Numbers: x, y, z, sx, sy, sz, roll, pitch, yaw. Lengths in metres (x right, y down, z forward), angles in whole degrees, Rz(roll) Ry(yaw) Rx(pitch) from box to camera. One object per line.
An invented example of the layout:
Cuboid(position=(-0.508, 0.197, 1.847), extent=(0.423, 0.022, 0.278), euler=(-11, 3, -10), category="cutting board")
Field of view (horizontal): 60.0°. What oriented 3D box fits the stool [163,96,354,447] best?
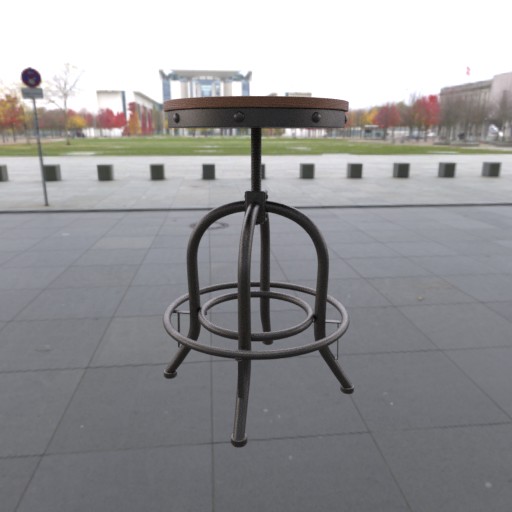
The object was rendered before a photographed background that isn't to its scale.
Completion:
Cuboid(position=(0.000, 0.000, 0.931), extent=(0.439, 0.609, 0.439), euler=(2, 16, 9), category="stool")
